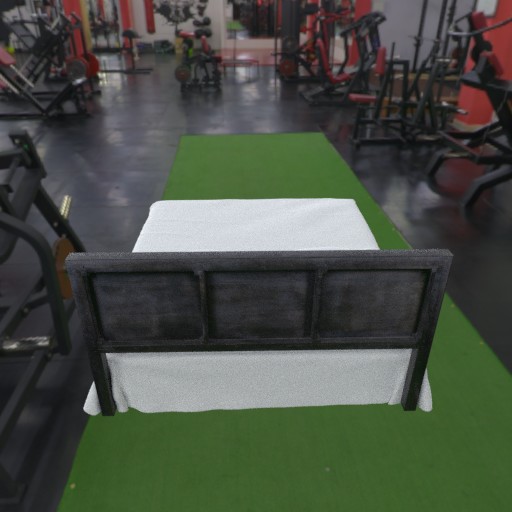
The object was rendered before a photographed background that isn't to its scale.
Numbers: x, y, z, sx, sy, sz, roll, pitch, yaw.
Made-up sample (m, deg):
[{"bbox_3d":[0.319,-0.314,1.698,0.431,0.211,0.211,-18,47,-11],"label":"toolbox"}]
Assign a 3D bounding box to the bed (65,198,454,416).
[{"bbox_3d":[0.000,0.000,3.496,2.255,1.158,2.165,-1,29,-1],"label":"bed"}]
